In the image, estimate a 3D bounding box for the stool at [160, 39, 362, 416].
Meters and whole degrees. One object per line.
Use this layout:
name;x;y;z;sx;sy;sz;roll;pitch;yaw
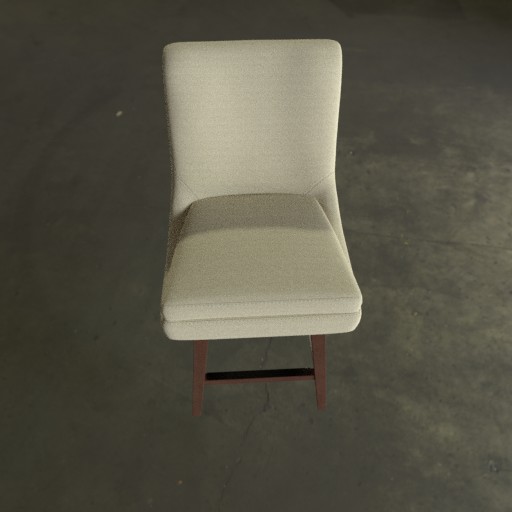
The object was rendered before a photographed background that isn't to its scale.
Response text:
stool;0.000;0.000;1.262;0.483;0.991;0.559;-2;47;-2
